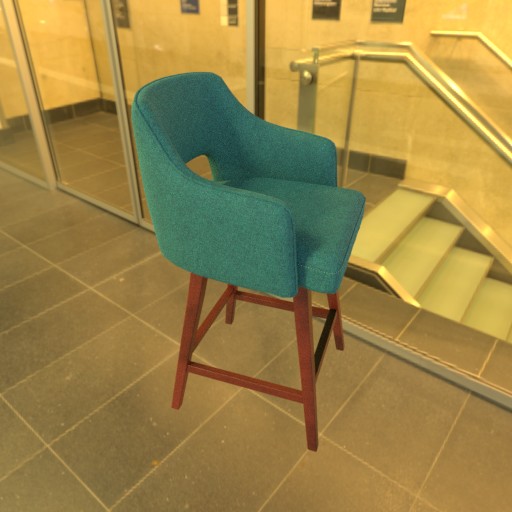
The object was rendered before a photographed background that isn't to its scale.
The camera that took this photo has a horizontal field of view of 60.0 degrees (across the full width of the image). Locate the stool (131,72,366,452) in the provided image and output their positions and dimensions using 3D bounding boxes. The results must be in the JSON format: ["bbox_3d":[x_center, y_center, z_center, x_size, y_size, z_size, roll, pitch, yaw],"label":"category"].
[{"bbox_3d":[0.000,0.000,1.312,0.556,0.961,0.548,10,33,17],"label":"stool"}]
